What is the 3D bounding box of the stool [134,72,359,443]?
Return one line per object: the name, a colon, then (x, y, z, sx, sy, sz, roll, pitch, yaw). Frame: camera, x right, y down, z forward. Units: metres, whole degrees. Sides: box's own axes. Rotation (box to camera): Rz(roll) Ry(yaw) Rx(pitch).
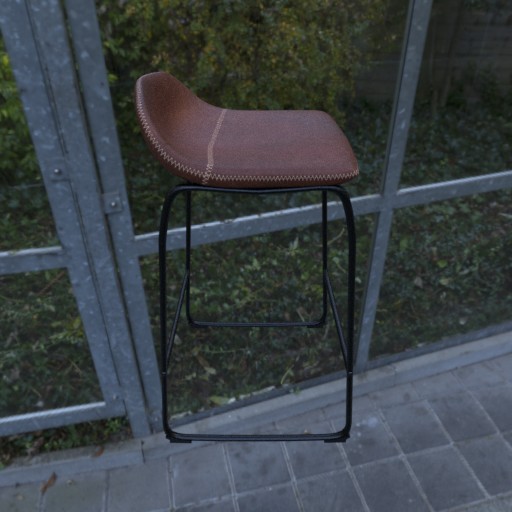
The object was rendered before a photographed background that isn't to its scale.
stool: (0.000, 0.000, 1.092, 0.473, 0.830, 0.454, 0, 32, 0)
